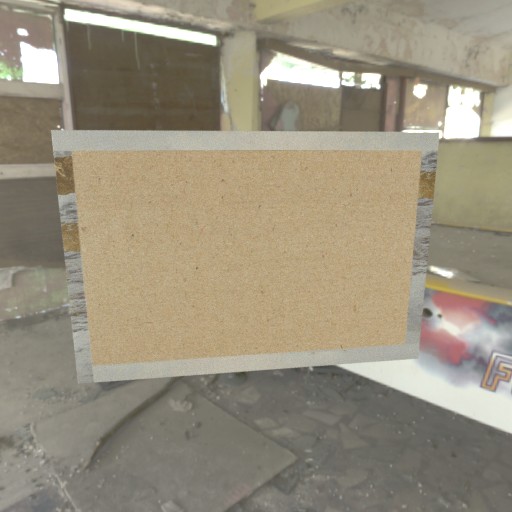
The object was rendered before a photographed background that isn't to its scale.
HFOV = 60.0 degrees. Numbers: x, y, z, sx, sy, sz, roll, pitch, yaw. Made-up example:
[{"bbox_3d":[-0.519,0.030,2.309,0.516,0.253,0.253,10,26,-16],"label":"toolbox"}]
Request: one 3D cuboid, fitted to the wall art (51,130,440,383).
[{"bbox_3d":[0.000,0.000,0.752,0.606,0.407,0.041,-2,14,-8],"label":"wall art"}]
